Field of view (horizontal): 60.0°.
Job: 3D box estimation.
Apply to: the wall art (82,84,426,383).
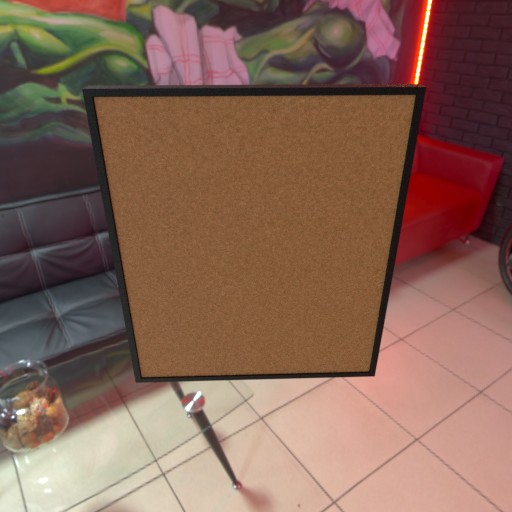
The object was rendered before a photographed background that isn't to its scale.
[{"bbox_3d":[0.000,0.000,0.527,0.330,0.381,0.019,-1,29,-2],"label":"wall art"}]
